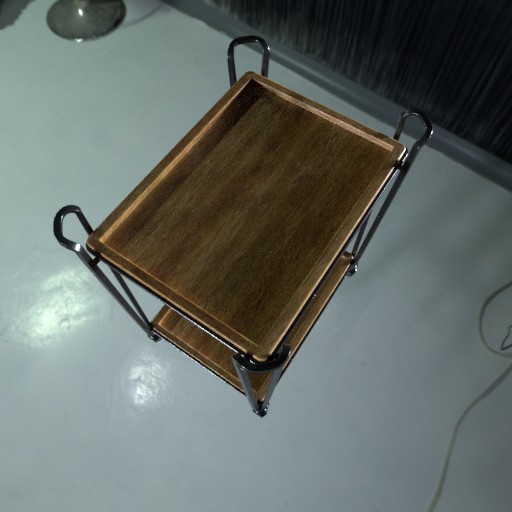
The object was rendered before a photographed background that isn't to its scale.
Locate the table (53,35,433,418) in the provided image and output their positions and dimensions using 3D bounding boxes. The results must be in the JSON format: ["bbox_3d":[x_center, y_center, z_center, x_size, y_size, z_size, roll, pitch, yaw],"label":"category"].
[{"bbox_3d":[0.000,0.000,1.223,0.505,0.785,0.672,31,68,14],"label":"table"}]
